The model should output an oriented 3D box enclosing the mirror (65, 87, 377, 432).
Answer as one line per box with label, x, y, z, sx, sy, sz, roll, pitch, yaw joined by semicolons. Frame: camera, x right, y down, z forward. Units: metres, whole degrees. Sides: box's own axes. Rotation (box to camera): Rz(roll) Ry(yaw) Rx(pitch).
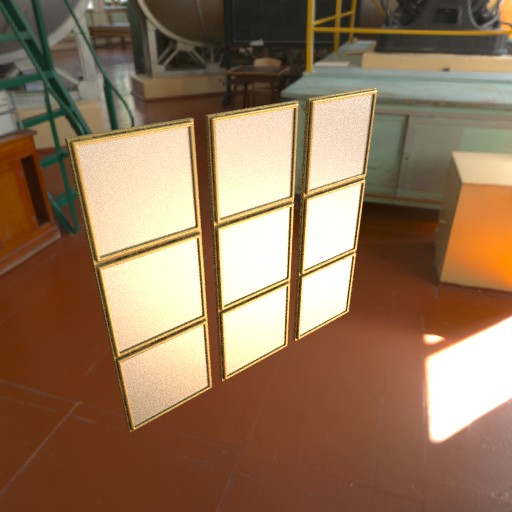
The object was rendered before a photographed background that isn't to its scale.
mirror;0.000;0.000;1.433;1.011;0.926;0.023;-21;36;-32
